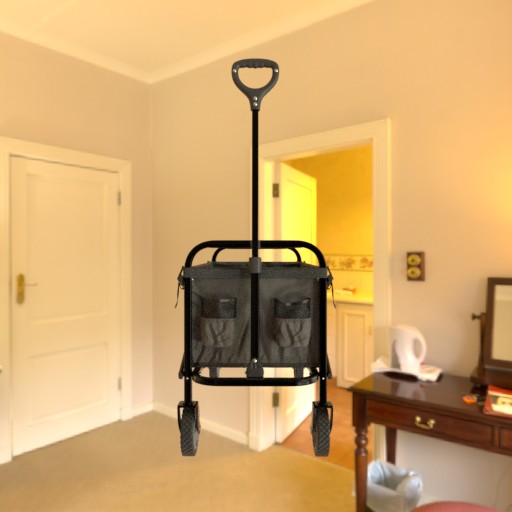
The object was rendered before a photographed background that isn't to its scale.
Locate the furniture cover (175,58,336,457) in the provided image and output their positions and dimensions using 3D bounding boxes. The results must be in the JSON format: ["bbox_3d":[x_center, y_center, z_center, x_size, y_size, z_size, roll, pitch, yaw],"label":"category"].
[{"bbox_3d":[0.000,0.000,1.823,0.532,1.295,1.038,0,1,0],"label":"furniture cover"}]
